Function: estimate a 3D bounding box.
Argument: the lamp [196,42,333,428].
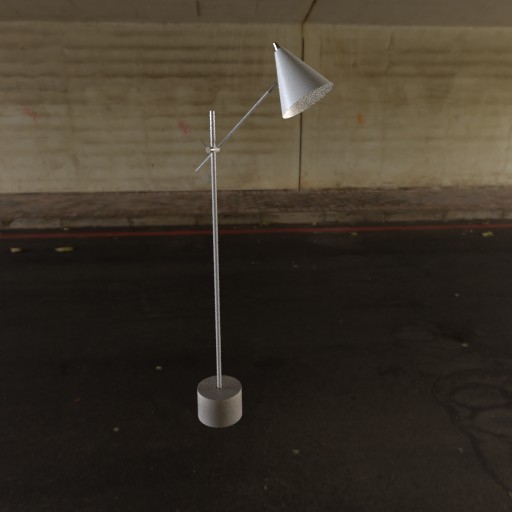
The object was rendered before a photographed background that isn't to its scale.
[{"bbox_3d":[0.000,0.000,1.630,0.508,1.430,0.223,8,18,26],"label":"lamp"}]
